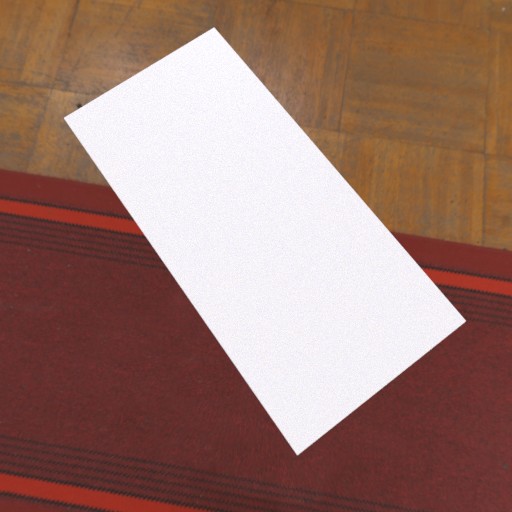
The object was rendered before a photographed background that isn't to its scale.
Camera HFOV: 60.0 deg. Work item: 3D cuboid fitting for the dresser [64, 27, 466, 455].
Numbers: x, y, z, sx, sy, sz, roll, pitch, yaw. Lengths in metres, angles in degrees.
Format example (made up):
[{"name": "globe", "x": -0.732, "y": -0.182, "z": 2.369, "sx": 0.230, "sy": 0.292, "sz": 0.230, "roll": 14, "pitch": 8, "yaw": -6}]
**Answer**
[{"name": "dresser", "x": 0.000, "y": 0.000, "z": 1.258, "sx": 0.420, "sy": 0.740, "sz": 0.830, "roll": -35, "pitch": 78, "yaw": -8}]
